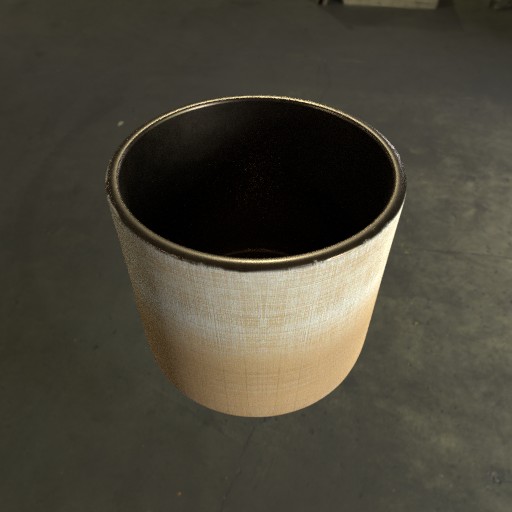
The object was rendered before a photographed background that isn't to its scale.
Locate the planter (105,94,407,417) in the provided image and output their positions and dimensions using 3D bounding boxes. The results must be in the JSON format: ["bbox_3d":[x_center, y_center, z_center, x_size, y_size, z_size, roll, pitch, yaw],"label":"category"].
[{"bbox_3d":[0.000,0.000,0.396,0.221,0.201,0.221,0,46,0],"label":"planter"}]
